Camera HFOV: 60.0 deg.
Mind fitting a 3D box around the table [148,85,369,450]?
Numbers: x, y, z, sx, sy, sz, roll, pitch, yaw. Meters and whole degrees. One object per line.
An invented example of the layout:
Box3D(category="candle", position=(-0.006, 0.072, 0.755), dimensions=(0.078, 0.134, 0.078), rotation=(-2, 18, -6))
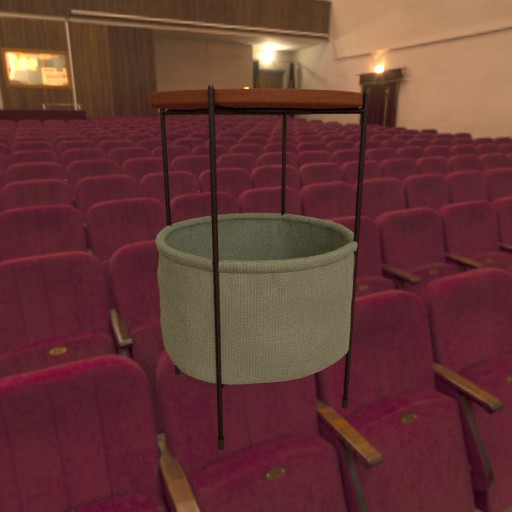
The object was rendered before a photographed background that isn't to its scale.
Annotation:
Box3D(category="table", position=(0.000, 0.000, 0.903), dimensions=(0.400, 0.623, 0.400), rotation=(-8, 19, -25))
